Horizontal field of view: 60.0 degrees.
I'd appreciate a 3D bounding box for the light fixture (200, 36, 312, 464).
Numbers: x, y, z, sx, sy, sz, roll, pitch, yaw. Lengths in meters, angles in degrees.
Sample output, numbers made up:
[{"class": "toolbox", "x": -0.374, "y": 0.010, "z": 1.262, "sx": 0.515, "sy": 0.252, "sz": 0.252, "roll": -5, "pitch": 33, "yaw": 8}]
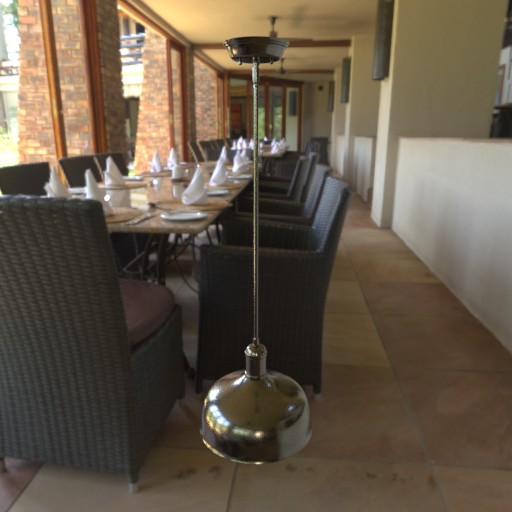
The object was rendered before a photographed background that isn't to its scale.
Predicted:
[{"class": "light fixture", "x": 0.000, "y": 0.000, "z": 1.064, "sx": 0.299, "sy": 0.935, "sz": 0.299, "roll": 2, "pitch": 15, "yaw": 8}]
